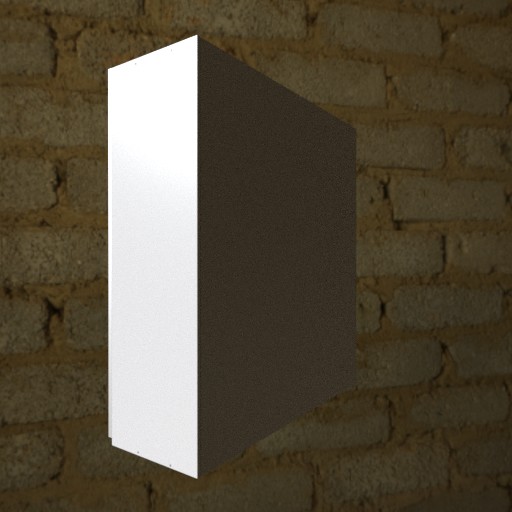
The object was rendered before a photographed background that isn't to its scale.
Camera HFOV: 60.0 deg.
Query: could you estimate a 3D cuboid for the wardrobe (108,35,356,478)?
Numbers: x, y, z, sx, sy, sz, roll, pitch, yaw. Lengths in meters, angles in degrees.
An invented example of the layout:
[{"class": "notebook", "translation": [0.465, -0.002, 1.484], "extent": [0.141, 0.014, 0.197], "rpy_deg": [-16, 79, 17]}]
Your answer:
[{"class": "wardrobe", "translation": [0.000, 0.000, 2.858], "extent": [0.629, 1.960, 1.780], "rpy_deg": [0, 0, 35]}]
